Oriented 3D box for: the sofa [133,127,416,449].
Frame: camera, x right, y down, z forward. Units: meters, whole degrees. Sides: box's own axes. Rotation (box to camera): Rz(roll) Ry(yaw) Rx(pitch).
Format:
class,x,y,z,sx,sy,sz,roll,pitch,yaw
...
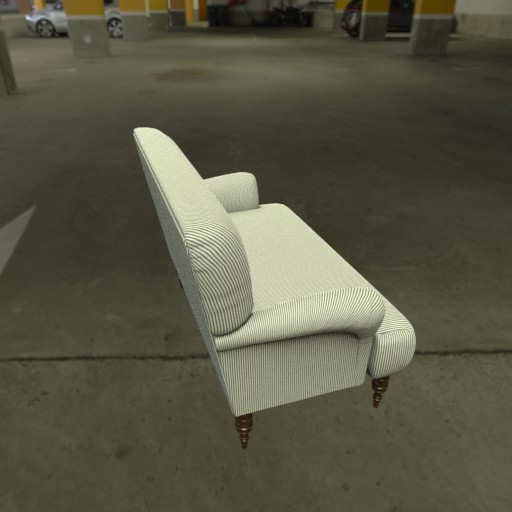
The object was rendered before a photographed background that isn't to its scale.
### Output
class,x,y,z,sx,sy,sz,roll,pitch,yaw
sofa,0.000,0.000,1.861,0.779,0.889,1.297,-10,31,-17
